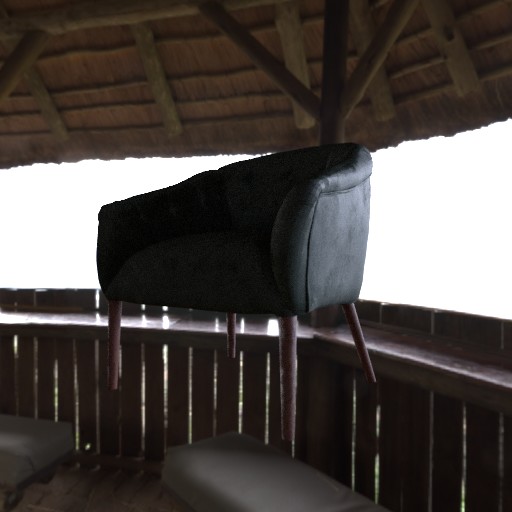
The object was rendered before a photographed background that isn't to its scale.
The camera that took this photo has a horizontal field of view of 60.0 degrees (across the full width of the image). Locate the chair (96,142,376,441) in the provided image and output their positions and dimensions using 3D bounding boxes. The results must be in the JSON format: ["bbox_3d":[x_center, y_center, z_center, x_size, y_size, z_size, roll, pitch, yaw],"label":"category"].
[{"bbox_3d":[0.000,0.000,1.549,0.851,0.885,0.776,0,0,36],"label":"chair"}]
